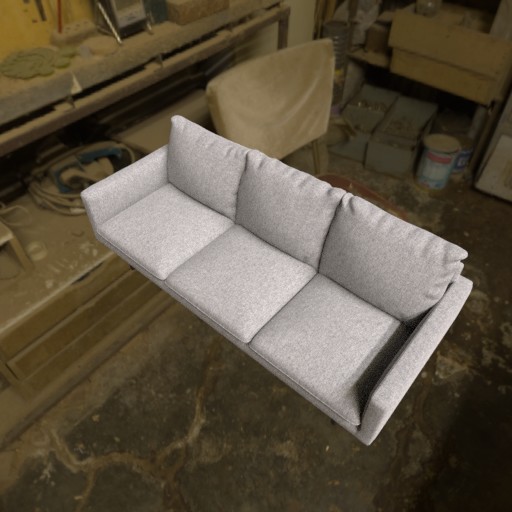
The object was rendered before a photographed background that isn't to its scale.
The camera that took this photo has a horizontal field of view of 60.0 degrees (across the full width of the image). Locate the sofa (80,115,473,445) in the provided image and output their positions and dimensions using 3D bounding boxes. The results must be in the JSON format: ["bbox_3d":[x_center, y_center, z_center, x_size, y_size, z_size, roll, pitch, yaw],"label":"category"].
[{"bbox_3d":[0.000,0.000,2.432,2.000,0.830,0.850,32,54,27],"label":"sofa"}]
